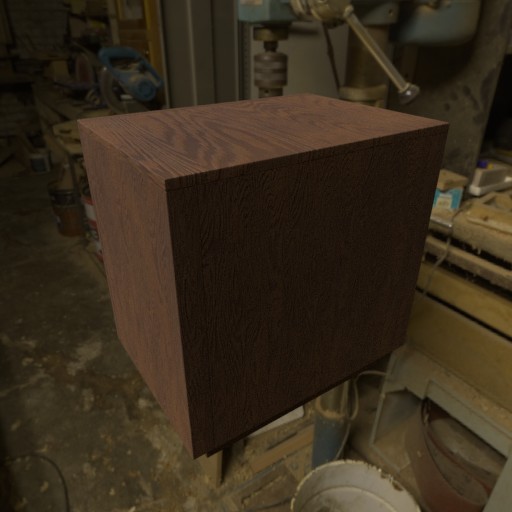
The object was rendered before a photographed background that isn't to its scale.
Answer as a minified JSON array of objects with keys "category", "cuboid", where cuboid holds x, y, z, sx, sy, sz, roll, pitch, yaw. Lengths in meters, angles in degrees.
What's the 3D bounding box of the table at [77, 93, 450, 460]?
[{"category":"table","cuboid":[0.000,0.000,0.973,0.560,0.585,0.439,-18,34,-29]}]
